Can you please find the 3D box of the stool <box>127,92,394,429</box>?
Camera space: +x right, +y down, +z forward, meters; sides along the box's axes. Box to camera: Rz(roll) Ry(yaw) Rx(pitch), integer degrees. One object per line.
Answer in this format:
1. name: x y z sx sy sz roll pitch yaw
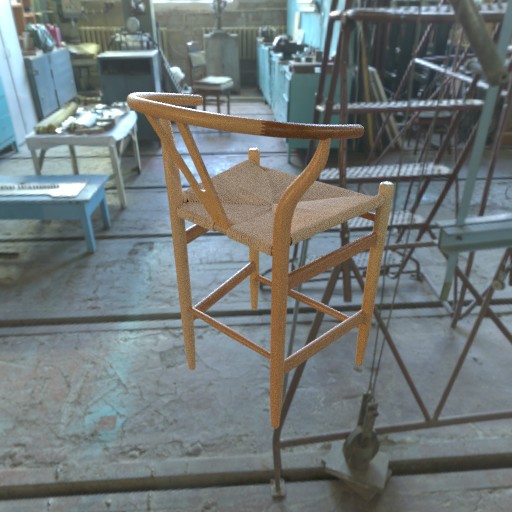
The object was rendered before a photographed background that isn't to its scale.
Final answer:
1. stool: 0.000 0.000 1.268 0.536 0.923 0.575 24 38 34
